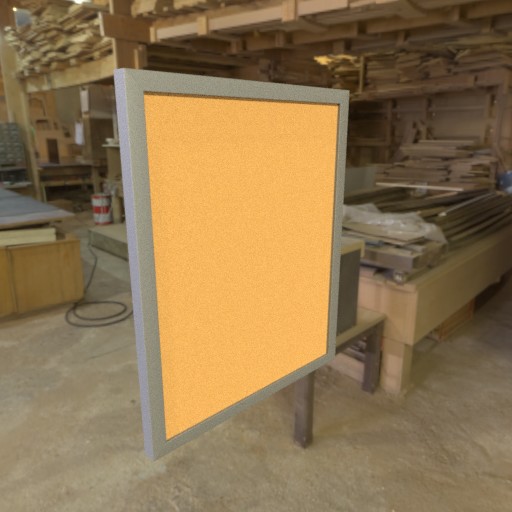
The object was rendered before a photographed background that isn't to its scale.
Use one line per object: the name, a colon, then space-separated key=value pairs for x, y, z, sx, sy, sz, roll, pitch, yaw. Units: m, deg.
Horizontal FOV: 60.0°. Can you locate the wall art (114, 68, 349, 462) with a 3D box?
wall art: x=0.000 y=0.000 z=0.761 sx=0.458 sy=0.558 sz=0.029 roll=-15 pitch=22 yaw=-42
